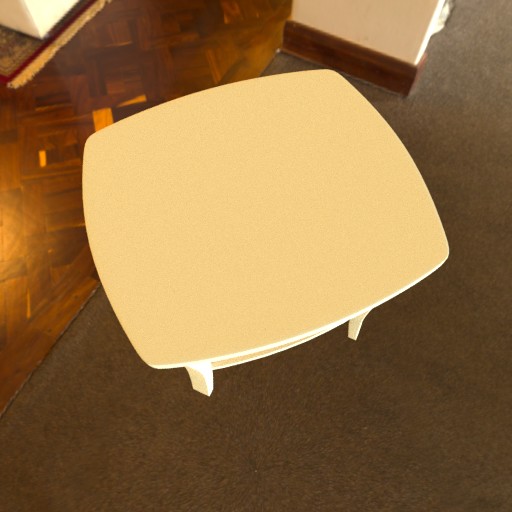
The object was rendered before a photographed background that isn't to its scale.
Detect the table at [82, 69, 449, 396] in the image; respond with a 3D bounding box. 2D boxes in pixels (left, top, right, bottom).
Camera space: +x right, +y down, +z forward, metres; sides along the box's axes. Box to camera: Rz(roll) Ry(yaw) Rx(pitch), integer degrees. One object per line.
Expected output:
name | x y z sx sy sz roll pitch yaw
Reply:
table | 0.000 0.000 0.860 0.502 0.438 0.451 -19 66 -9
